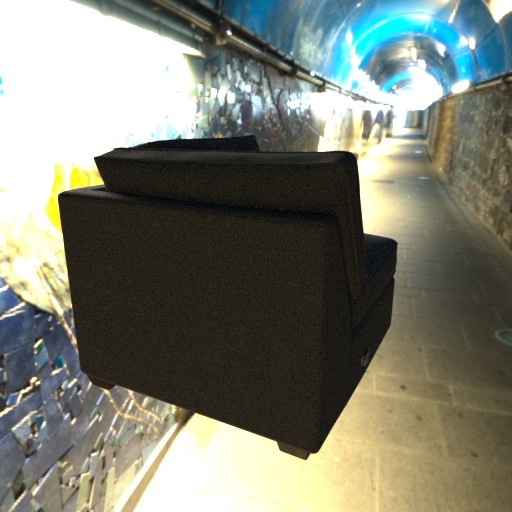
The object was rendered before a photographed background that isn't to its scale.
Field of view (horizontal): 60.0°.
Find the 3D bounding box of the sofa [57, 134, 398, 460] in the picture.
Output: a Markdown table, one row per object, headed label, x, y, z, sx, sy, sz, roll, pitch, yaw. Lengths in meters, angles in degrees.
| label | x | y | z | sx | sy | sz | roll | pitch | yaw |
| --- | --- | --- | --- | --- | --- | --- | --- | --- | --- |
| sofa | 0.000 | 0.000 | 1.969 | 1.084 | 1.002 | 1.146 | 9 | 20 | 27 |
